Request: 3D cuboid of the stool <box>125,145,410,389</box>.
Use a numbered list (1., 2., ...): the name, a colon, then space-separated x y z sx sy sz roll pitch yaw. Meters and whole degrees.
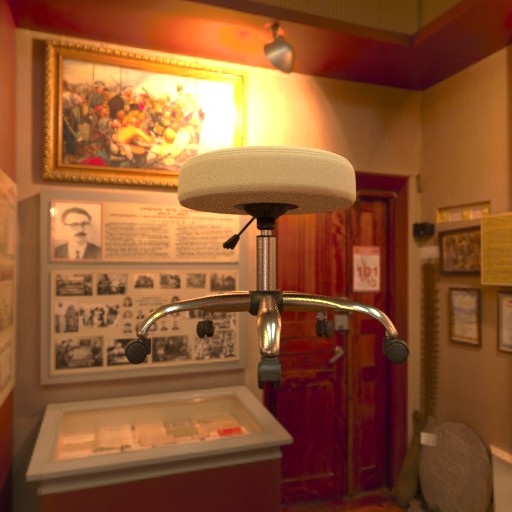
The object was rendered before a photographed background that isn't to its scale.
1. stool: 0.000 0.000 1.085 0.614 0.482 0.634 0 -1 -18
